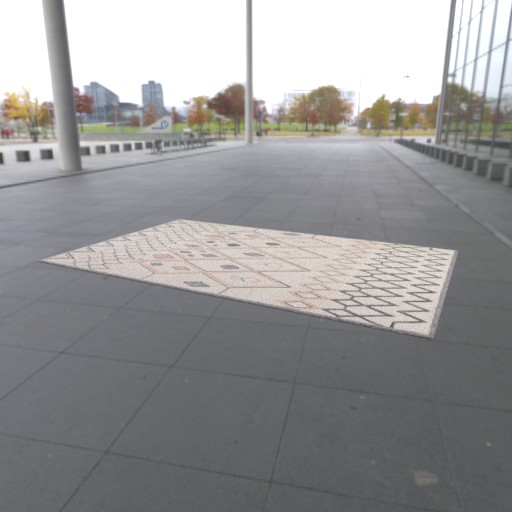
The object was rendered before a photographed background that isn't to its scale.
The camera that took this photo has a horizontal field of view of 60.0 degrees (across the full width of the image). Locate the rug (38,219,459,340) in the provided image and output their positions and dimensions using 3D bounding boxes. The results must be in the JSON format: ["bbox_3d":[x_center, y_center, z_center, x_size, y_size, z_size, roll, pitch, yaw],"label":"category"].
[{"bbox_3d":[0.000,0.000,3.020,2.438,0.015,1.524,8,18,26],"label":"rug"}]
